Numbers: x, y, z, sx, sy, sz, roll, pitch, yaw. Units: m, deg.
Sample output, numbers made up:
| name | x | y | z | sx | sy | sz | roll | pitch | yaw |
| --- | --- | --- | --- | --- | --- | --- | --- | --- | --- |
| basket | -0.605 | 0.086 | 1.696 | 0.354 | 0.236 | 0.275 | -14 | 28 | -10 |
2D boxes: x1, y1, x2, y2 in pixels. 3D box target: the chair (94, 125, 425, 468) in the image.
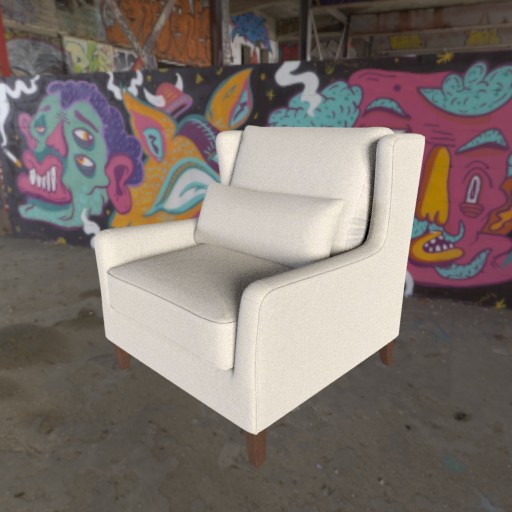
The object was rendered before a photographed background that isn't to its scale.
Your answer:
| name | x | y | z | sx | sy | sz | roll | pitch | yaw |
| --- | --- | --- | --- | --- | --- | --- | --- | --- | --- |
| chair | 0.000 | 0.000 | 1.882 | 0.982 | 1.056 | 1.040 | 16 | 23 | 42 |
